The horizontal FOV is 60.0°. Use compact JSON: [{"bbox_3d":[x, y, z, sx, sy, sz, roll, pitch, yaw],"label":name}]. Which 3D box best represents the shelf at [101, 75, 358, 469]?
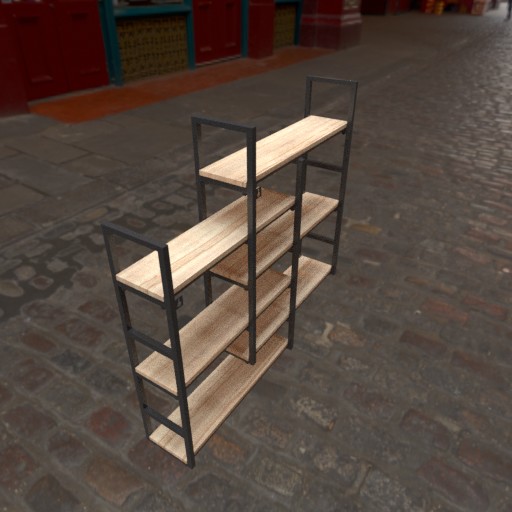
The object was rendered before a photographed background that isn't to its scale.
[{"bbox_3d":[0.000,0.000,1.410,0.183,0.921,0.946,20,38,28],"label":"shelf"}]
